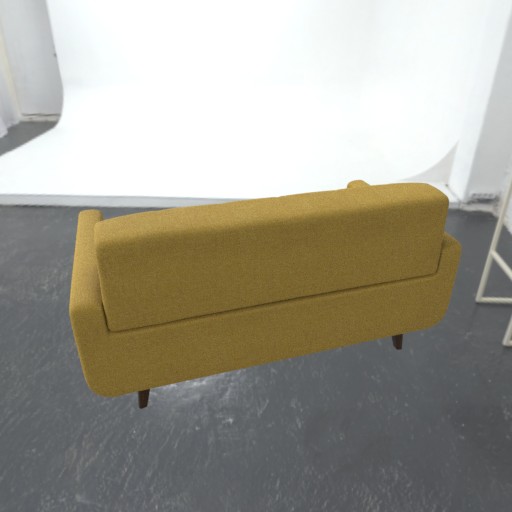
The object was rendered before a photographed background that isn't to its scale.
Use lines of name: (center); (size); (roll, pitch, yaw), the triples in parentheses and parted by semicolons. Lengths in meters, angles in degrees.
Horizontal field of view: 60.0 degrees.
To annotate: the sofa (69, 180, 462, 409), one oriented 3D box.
sofa: (0.000, 0.000, 2.171); (1.631, 0.841, 0.909); (-9, 30, -15)
